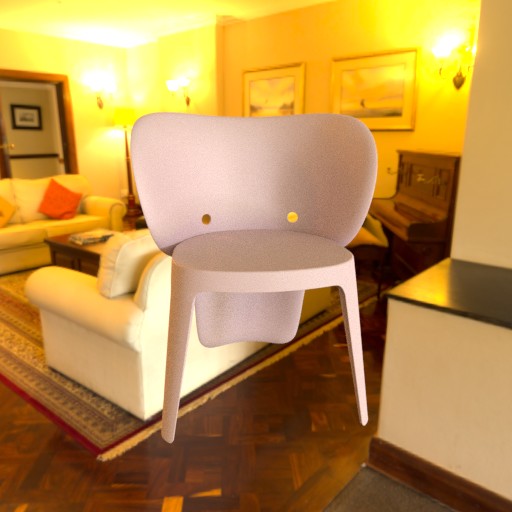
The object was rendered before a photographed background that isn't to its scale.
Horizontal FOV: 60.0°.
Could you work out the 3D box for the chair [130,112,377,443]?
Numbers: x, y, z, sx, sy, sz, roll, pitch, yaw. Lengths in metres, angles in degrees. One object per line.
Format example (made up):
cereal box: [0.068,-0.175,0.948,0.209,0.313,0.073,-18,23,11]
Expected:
chair: [0.000,0.000,0.877,0.451,0.554,0.402,-2,15,-8]
